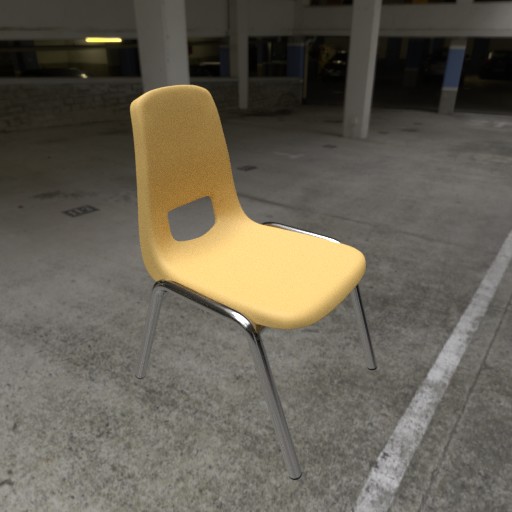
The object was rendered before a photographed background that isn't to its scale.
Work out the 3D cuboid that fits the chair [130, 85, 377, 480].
[{"bbox_3d":[0.000,0.000,0.845,0.423,0.586,0.354,18,32,31],"label":"chair"}]
